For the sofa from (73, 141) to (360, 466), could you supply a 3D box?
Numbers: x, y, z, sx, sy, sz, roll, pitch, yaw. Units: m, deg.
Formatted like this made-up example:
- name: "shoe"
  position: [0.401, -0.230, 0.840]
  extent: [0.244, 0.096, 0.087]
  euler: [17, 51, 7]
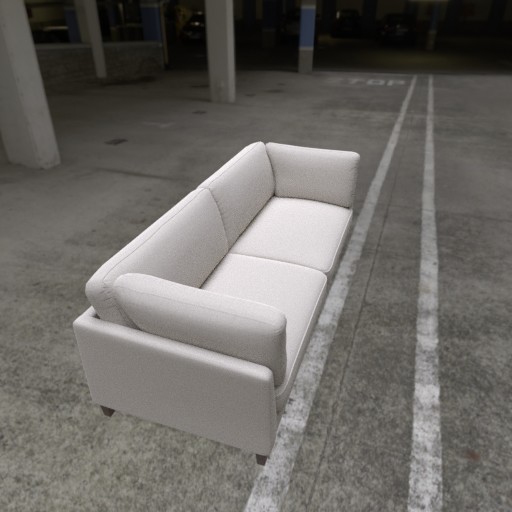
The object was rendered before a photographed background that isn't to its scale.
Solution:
- name: "sofa"
  position: [0.000, 0.000, 2.817]
  extent: [0.957, 0.863, 2.301]
  euler: [10, 32, 16]
